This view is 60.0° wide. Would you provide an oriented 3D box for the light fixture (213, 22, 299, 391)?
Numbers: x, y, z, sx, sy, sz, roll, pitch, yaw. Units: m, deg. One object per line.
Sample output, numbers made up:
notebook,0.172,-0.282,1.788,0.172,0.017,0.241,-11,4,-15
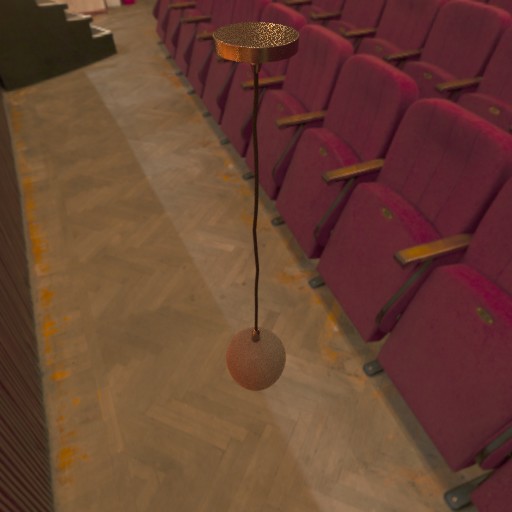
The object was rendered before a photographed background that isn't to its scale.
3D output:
light fixture,0.000,0.000,0.822,0.139,0.764,0.139,-13,44,-15
